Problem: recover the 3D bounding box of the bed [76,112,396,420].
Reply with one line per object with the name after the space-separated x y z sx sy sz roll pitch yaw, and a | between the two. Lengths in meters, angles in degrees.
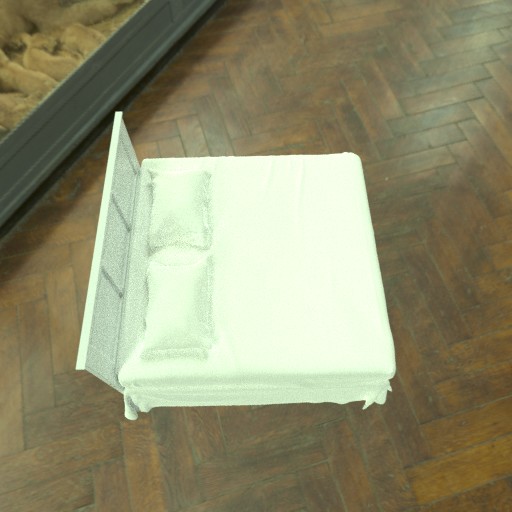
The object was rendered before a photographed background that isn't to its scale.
0.000 0.000 3.604 2.215 1.273 2.317 -1 63 -1 | bed
